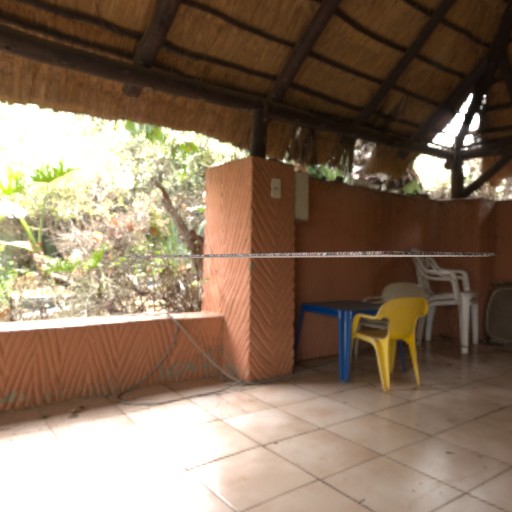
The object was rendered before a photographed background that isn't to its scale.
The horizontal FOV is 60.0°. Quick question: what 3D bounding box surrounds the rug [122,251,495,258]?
[{"bbox_3d":[0.000,0.000,2.490,0.719,0.013,2.305,0,-1,-37],"label":"rug"}]
